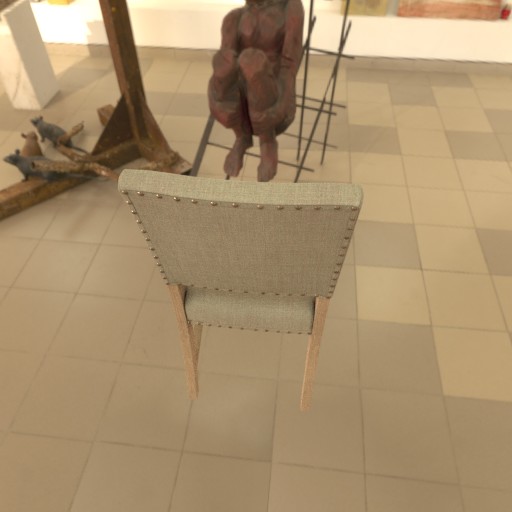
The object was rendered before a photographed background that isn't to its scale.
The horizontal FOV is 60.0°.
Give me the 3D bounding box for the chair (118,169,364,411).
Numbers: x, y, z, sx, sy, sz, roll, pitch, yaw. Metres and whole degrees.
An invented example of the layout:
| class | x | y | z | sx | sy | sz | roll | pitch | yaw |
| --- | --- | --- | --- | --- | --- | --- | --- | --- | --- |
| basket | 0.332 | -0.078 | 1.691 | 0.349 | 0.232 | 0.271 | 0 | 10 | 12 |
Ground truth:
| class | x | y | z | sx | sy | sz | roll | pitch | yaw |
| --- | --- | --- | --- | --- | --- | --- | --- | --- | --- |
| chair | 0.000 | 0.000 | 1.326 | 0.508 | 0.986 | 0.622 | 5 | 48 | 4 |
